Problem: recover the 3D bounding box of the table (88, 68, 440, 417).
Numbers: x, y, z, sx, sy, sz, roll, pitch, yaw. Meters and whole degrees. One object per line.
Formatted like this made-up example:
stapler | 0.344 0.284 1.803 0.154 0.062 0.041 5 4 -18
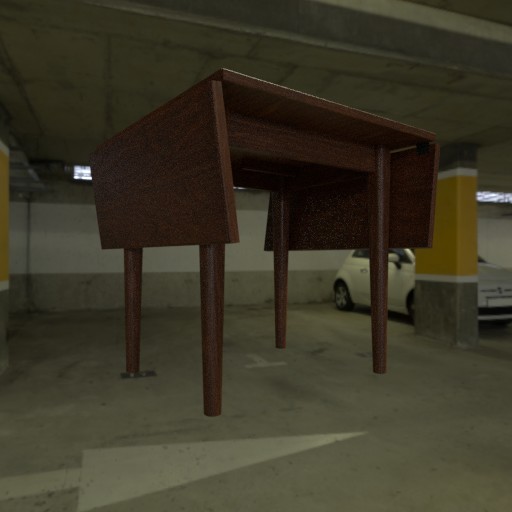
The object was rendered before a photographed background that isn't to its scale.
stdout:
table | 0.000 0.000 1.460 0.843 0.763 0.812 0 0 -37
